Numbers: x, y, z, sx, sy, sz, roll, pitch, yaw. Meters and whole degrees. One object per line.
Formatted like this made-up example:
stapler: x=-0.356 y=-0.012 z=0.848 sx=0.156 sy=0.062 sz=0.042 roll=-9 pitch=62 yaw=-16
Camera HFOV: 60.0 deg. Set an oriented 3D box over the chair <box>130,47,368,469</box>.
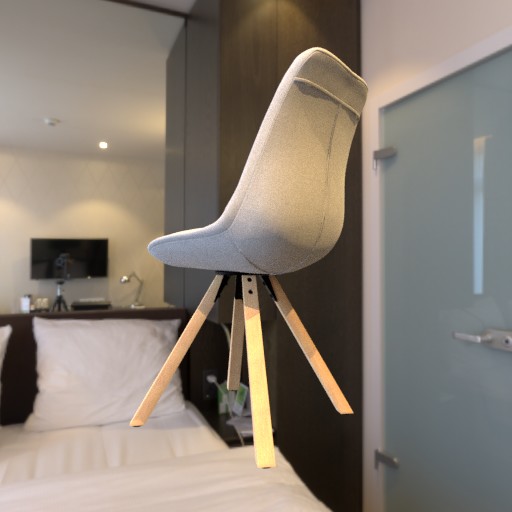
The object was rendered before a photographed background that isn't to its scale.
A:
chair: x=0.000 y=0.000 z=1.165 sx=0.549 sy=0.863 sz=0.474 roll=-1 pitch=-1 yaw=36
